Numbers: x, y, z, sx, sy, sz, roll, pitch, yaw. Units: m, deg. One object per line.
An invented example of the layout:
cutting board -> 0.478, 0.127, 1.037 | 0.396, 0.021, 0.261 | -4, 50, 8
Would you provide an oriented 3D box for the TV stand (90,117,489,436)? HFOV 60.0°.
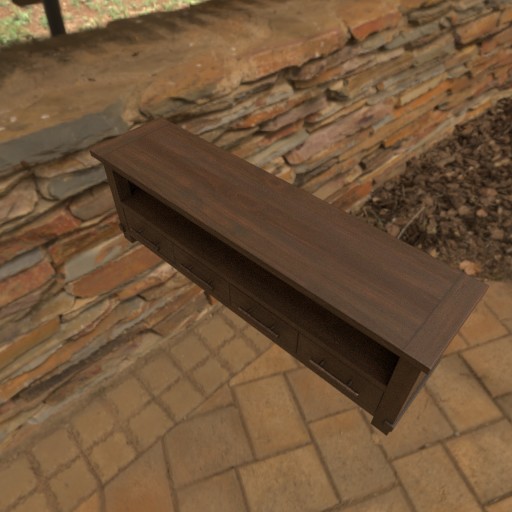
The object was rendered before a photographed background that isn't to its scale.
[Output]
TV stand -> 0.000, 0.000, 2.143 | 1.866, 0.615, 0.471 | 33, 54, 28
